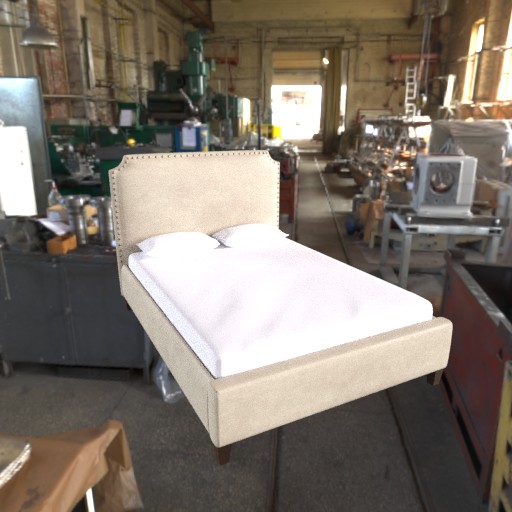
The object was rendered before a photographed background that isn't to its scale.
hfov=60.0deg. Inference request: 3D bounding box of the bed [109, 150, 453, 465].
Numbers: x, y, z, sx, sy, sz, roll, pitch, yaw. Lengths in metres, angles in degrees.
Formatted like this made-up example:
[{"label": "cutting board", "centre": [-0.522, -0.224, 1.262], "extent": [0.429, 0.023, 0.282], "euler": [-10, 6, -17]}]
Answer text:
[{"label": "bed", "centre": [0.000, 0.000, 3.443], "extent": [1.712, 1.443, 2.372], "euler": [-9, 19, -26]}]
